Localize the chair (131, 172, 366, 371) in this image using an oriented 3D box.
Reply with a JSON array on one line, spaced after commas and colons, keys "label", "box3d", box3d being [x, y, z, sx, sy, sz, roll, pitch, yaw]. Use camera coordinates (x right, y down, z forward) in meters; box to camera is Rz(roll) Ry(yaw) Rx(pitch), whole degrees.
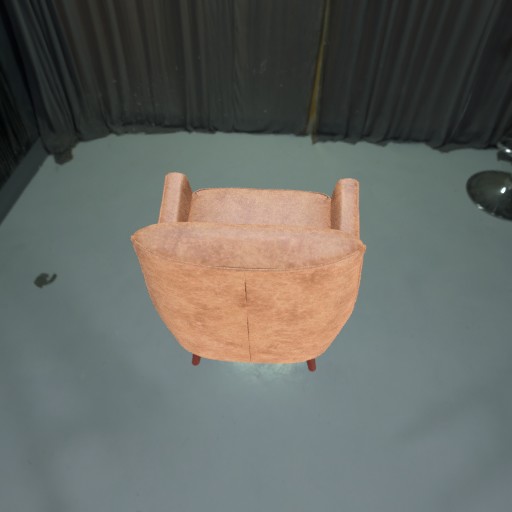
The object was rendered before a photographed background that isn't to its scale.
[{"label": "chair", "box3d": [0.000, 0.000, 1.478, 0.753, 0.883, 0.851, 2, 48, 2]}]
